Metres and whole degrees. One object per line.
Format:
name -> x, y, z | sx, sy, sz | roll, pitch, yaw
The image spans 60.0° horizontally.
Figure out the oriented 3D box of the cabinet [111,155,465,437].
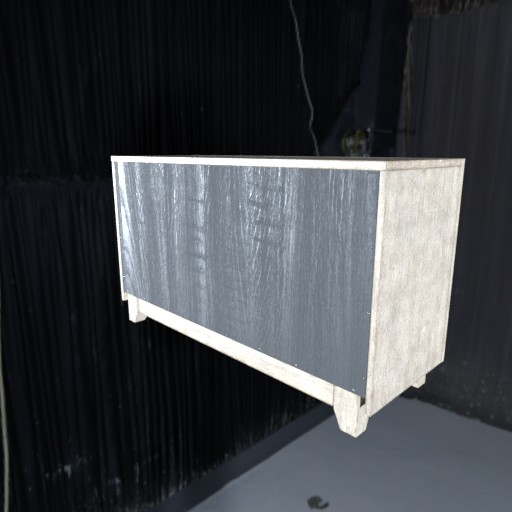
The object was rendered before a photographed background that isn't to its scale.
cabinet -> 0.000, 0.000, 1.891 | 0.511, 0.825, 1.460 | -13, 19, -43
